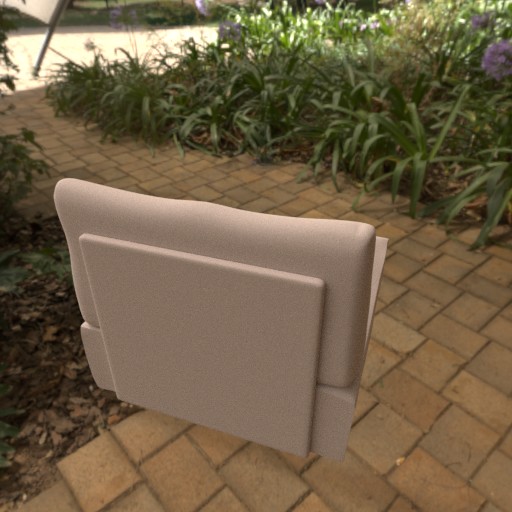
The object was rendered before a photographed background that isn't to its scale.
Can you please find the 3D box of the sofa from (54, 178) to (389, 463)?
[{"bbox_3d":[0.000,0.000,1.690,0.935,0.828,1.000,11,33,17],"label":"sofa"}]
